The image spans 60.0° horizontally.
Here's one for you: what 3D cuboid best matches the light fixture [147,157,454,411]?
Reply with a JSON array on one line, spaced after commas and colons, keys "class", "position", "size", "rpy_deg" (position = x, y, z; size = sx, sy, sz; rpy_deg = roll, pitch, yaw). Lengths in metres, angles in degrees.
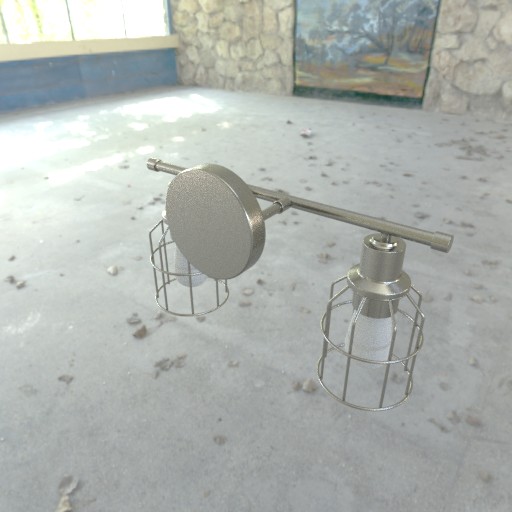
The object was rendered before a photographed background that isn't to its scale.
[{"class": "light fixture", "position": [0.000, 0.000, 0.528], "size": [0.406, 0.254, 0.165], "rpy_deg": [20, 35, 32]}]
